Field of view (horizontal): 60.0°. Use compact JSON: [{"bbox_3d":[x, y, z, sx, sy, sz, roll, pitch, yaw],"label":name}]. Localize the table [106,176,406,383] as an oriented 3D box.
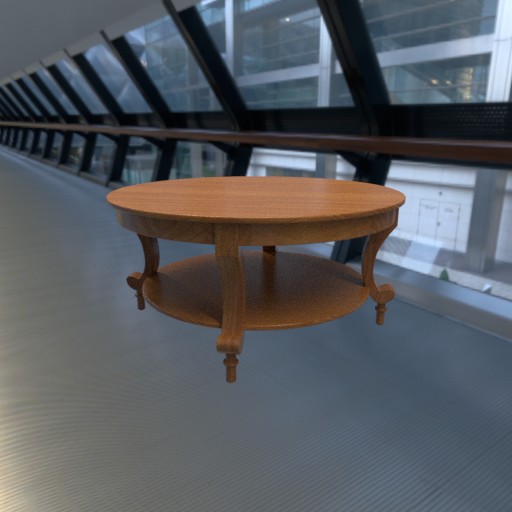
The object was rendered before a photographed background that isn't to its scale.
[{"bbox_3d":[0.000,0.000,1.660,1.029,0.490,1.029,0,16,0],"label":"table"}]
